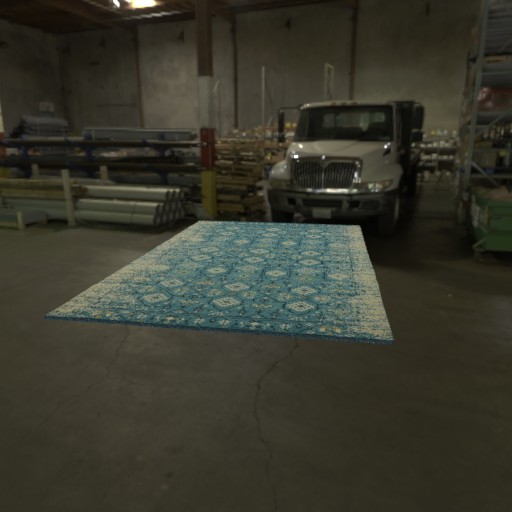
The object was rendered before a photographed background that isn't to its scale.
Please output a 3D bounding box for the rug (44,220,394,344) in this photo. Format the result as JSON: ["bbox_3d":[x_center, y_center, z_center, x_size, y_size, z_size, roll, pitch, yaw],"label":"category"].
[{"bbox_3d":[0.000,0.000,3.018,1.530,0.015,2.449,2,15,9],"label":"rug"}]
